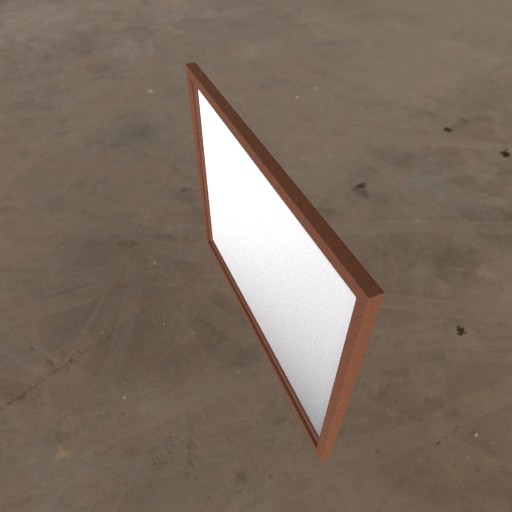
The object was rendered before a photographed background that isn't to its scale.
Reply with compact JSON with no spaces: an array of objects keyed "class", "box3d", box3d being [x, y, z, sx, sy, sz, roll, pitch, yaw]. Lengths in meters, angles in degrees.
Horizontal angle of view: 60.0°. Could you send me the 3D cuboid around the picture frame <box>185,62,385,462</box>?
[{"class":"picture frame","box3d":[0.000,0.000,1.767,0.045,1.018,1.329,-18,49,-16]}]
